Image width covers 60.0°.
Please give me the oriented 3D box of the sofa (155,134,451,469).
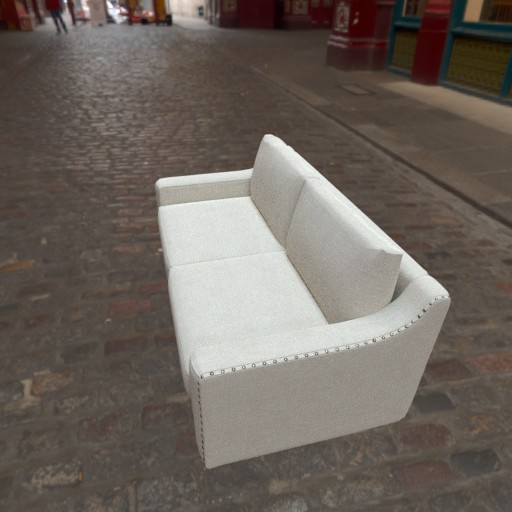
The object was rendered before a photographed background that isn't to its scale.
[{"bbox_3d":[0.000,0.000,2.721,1.104,0.983,2.107,-8,32,-13],"label":"sofa"}]
